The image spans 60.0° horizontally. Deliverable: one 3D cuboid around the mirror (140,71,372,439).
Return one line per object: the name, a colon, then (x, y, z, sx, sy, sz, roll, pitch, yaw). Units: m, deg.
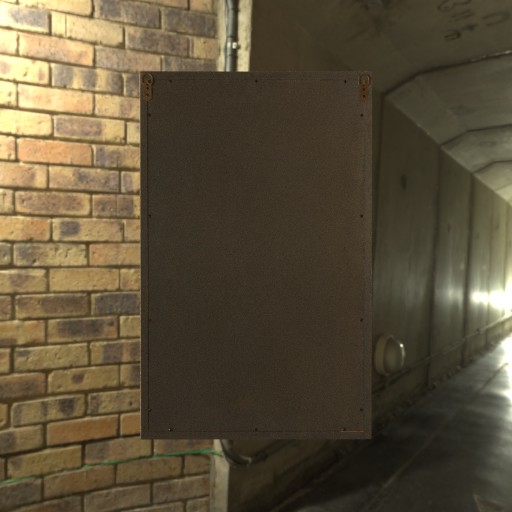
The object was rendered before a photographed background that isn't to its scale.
mirror: (0.000, 0.000, 0.960, 0.495, 0.787, 0.058, 0, 1, 0)
